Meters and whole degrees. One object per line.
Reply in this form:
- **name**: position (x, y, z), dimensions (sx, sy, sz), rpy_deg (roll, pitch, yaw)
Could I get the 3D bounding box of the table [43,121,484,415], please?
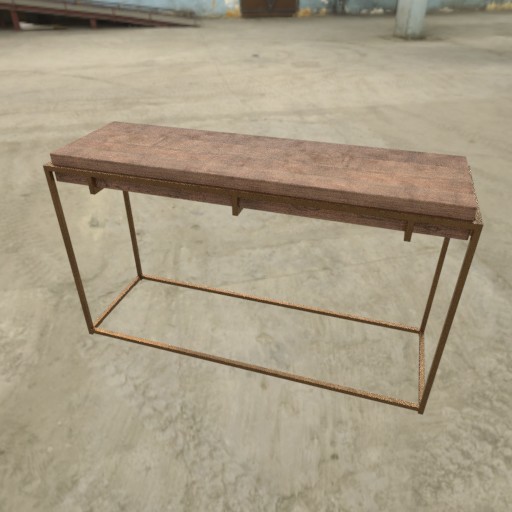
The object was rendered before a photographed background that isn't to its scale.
- **table**: position (0.000, 0.000, 1.726), dimensions (1.400, 0.820, 0.440), rpy_deg (10, 34, 15)
